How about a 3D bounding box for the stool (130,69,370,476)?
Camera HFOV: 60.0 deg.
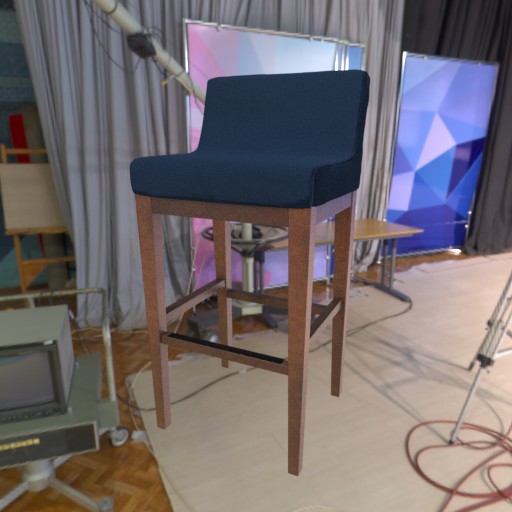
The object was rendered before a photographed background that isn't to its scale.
[{"bbox_3d":[0.000,0.000,1.307,0.511,1.037,0.500,8,18,25],"label":"stool"}]
